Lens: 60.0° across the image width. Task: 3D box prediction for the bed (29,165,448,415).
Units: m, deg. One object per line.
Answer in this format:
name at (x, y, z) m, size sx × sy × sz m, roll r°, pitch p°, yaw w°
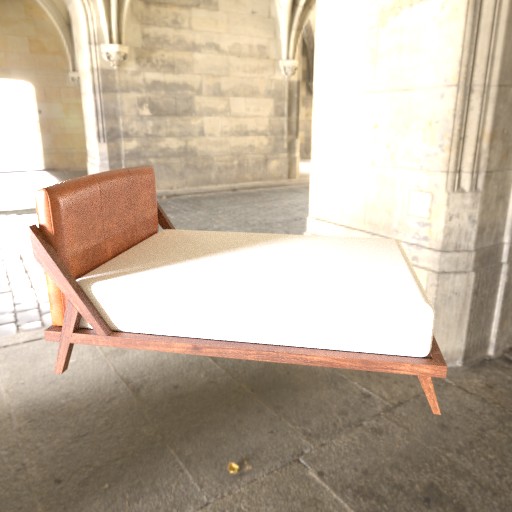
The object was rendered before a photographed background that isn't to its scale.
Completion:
bed at (0.000, 0.000, 3.180) m, size 2.311 × 1.168 × 1.651 m, roll 3°, pitch 17°, yaw 10°
